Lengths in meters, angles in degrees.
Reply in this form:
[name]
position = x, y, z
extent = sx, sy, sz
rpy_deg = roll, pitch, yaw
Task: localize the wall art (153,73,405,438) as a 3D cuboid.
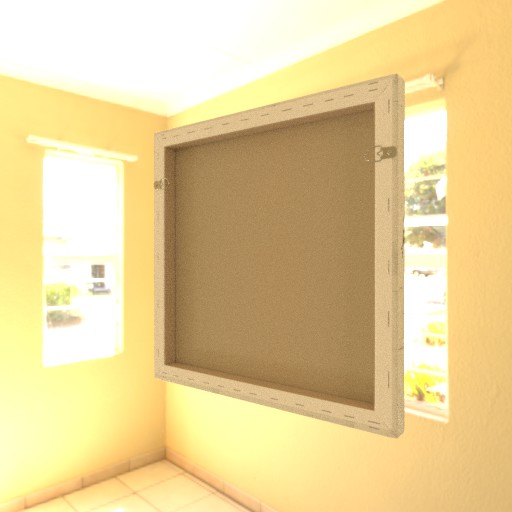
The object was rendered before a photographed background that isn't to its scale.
[wall art]
position = 0.000, 0.000, 0.930
extent = 0.610, 0.611, 0.040
rpy_deg = 0, 0, 37
